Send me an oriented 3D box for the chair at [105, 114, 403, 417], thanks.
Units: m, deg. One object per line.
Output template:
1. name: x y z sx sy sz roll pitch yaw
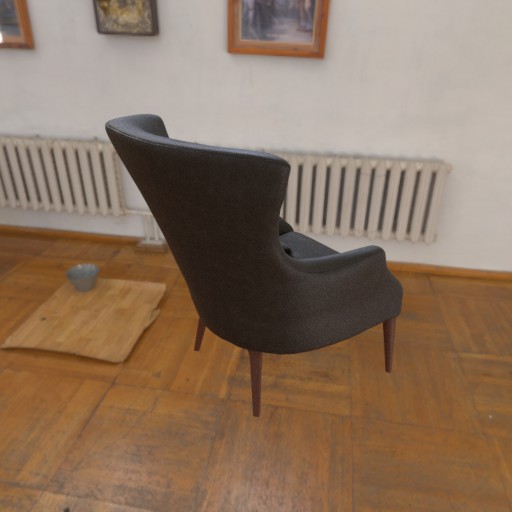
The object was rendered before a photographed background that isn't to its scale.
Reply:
1. chair: 0.000 0.000 1.710 0.954 1.068 0.819 -18 32 -31
